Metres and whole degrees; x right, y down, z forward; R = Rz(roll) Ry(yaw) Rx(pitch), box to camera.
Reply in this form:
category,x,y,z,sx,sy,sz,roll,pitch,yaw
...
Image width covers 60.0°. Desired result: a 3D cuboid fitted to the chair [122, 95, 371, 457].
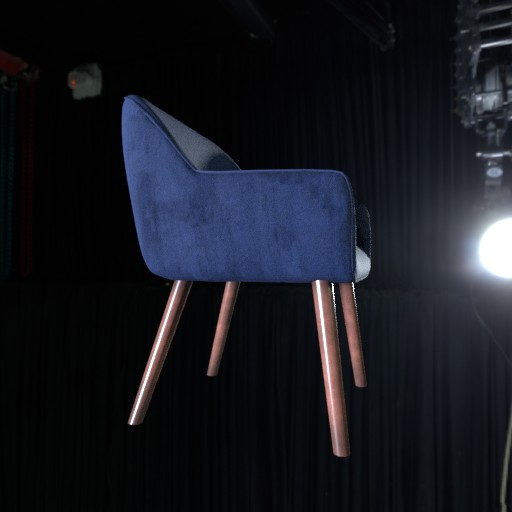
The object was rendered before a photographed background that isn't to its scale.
category,x,y,z,sx,sy,sz,roll,pitch,yaw
chair,0.000,0.000,1.246,0.600,0.820,0.600,0,-1,18
